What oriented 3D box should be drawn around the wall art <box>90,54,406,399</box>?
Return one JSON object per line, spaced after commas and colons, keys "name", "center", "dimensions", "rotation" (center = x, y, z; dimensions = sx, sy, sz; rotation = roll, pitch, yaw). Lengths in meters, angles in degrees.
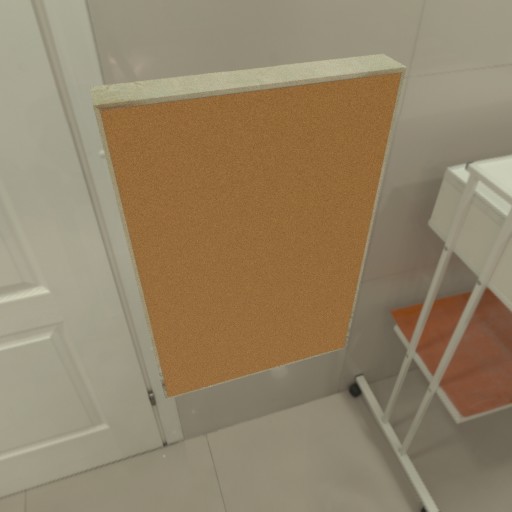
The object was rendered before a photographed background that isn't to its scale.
{"name": "wall art", "center": [0.000, 0.000, 0.480], "dimensions": [0.254, 0.381, 0.038], "rotation": [-12, 43, -14]}
